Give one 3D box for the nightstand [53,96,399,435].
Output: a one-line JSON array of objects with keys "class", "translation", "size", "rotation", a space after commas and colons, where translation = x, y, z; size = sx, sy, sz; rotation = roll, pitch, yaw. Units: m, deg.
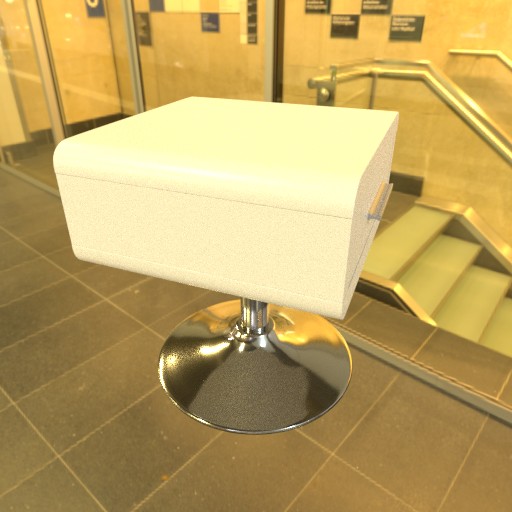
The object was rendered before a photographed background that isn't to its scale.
[{"class": "nightstand", "translation": [0.000, 0.000, 0.763], "size": [0.404, 0.447, 0.399], "rotation": [11, 31, 19]}]
